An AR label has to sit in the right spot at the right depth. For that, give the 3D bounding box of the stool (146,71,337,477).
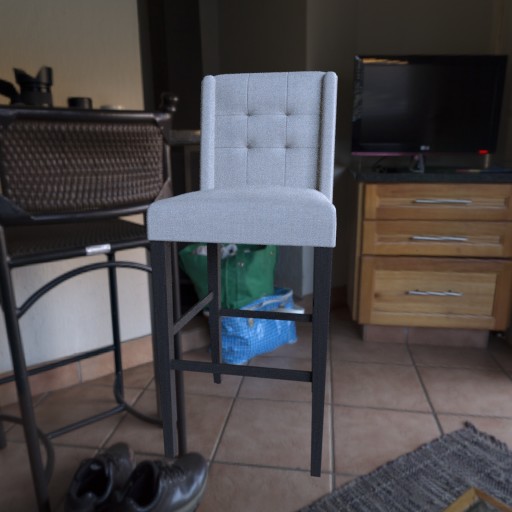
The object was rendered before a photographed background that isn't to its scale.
[{"bbox_3d":[0.000,0.000,1.348,0.474,1.116,0.509,2,14,10],"label":"stool"}]
